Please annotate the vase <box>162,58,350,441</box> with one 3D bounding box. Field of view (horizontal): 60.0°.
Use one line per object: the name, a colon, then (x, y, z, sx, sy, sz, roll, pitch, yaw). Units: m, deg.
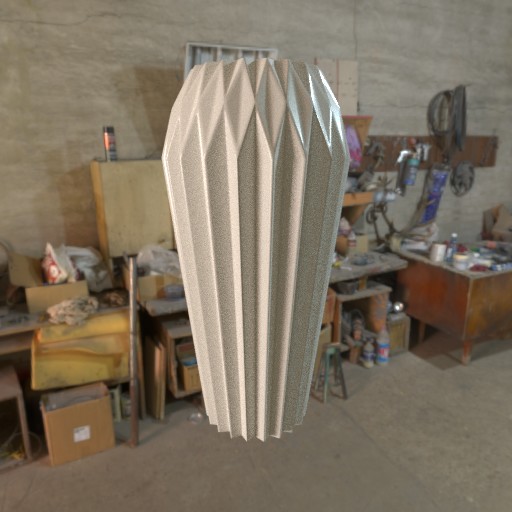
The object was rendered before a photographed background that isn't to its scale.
vase: (0.000, 0.000, 0.336, 0.133, 0.263, 0.133, 0, 13, 0)
